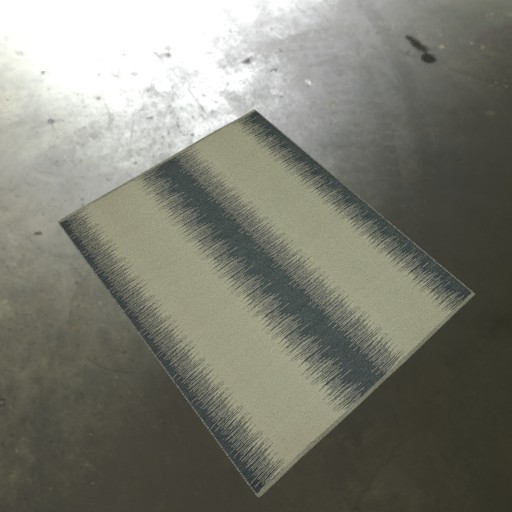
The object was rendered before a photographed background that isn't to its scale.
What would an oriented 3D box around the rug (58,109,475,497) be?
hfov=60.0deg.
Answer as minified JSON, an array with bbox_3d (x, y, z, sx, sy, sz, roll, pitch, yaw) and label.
[{"bbox_3d":[0.000,0.000,4.050,2.453,0.004,3.037,-35,65,-19],"label":"rug"}]
